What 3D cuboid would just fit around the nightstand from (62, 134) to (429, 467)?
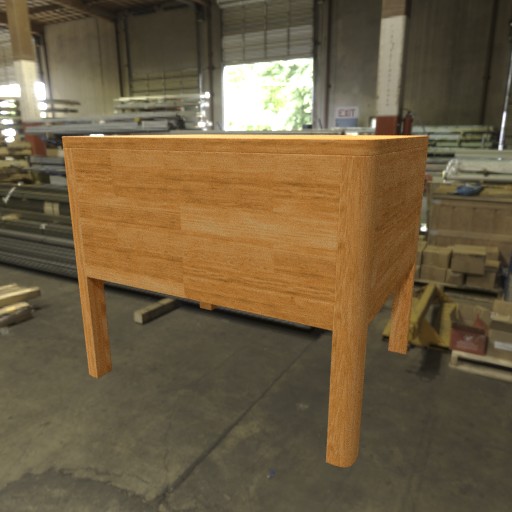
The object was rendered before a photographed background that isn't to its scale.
[{"bbox_3d":[0.000,0.000,0.900,0.560,0.470,0.440,9,18,28],"label":"nightstand"}]
